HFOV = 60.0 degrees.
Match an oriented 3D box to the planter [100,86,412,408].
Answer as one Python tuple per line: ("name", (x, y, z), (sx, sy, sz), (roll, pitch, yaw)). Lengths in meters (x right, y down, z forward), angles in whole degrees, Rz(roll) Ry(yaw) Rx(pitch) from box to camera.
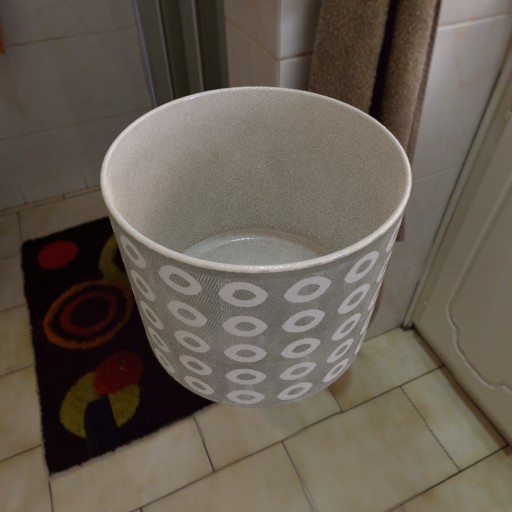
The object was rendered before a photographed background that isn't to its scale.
("planter", (0.000, 0.000, 0.343), (0.190, 0.181, 0.190), (0, 47, 0))
